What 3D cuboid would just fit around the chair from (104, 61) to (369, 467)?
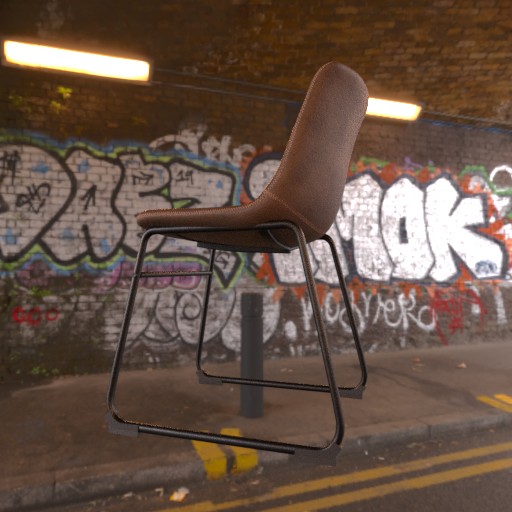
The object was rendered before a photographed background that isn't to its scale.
[{"bbox_3d":[0.000,0.000,1.108,0.551,0.780,0.460,-1,-2,20],"label":"chair"}]
